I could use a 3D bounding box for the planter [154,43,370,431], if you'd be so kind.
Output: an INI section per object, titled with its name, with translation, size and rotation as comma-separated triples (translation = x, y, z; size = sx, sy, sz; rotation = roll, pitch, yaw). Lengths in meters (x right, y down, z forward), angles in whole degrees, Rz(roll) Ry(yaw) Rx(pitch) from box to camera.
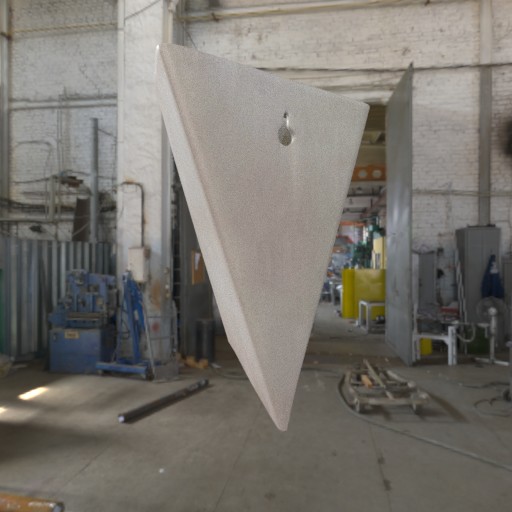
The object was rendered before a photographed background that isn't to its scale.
[planter]
translation = 0.000, 0.000, 0.270
size = 0.150, 0.197, 0.060
rotation = 0, 0, -36
